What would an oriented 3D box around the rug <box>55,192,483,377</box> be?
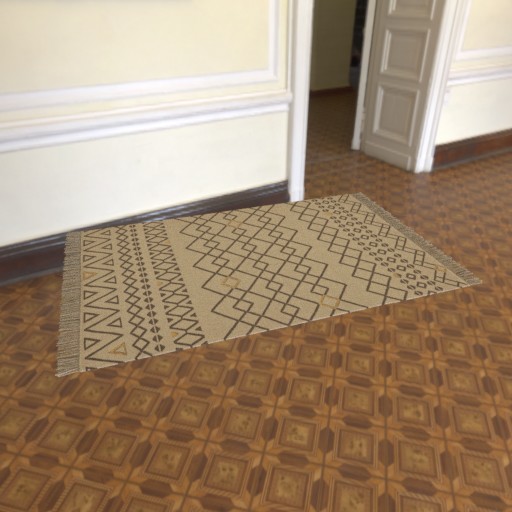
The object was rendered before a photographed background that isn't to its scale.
[{"bbox_3d":[0.000,0.000,2.989,2.472,0.035,1.495,-10,32,-16],"label":"rug"}]
